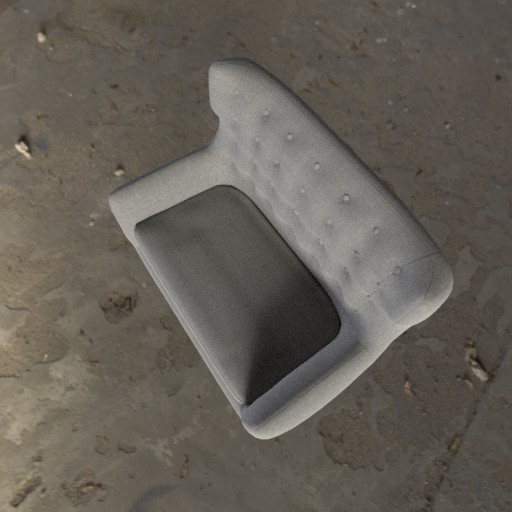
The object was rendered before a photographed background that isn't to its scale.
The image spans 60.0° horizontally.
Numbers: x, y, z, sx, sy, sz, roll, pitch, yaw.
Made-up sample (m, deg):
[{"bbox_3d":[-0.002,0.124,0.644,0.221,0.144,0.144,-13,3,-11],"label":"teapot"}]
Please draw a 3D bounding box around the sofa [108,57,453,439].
[{"bbox_3d":[0.000,0.000,2.032,0.884,1.028,1.386,-31,67,-15],"label":"sofa"}]
